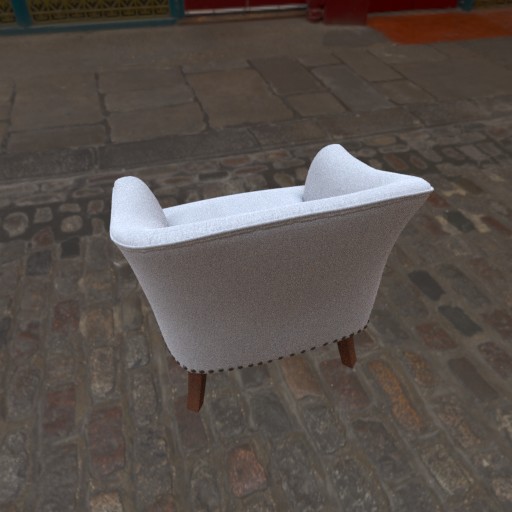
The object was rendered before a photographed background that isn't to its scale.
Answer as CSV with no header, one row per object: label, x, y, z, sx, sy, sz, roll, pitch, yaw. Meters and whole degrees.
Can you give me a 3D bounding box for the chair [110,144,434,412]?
chair,0.000,0.000,1.399,0.798,0.815,0.704,-11,42,-13
